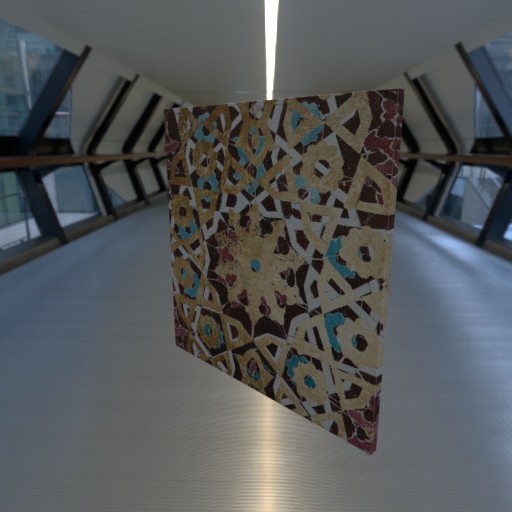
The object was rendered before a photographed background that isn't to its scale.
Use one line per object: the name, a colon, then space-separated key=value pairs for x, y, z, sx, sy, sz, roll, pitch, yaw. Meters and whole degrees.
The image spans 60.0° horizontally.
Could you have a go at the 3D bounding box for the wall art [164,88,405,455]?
wall art: x=0.000 y=0.000 z=1.155 sx=0.028 sy=0.762 sz=0.757 roll=-14 pitch=20 yaw=-42
